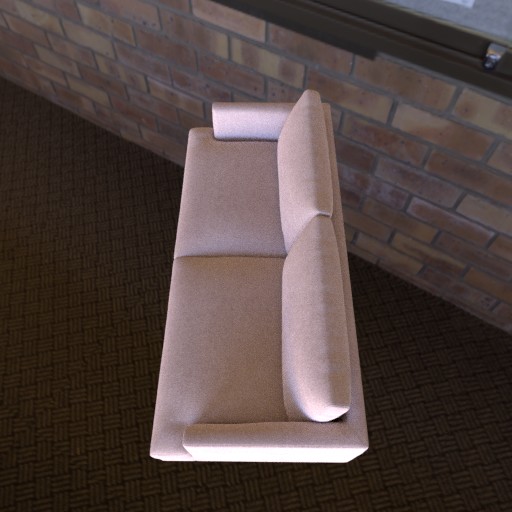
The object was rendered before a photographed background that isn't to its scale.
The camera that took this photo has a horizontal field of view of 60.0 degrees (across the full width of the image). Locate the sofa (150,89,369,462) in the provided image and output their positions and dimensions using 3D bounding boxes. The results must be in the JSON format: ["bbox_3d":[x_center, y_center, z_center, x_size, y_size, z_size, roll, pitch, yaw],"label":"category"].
[{"bbox_3d":[0.000,0.000,2.699,1.020,0.868,2.250,0,59,0],"label":"sofa"}]
